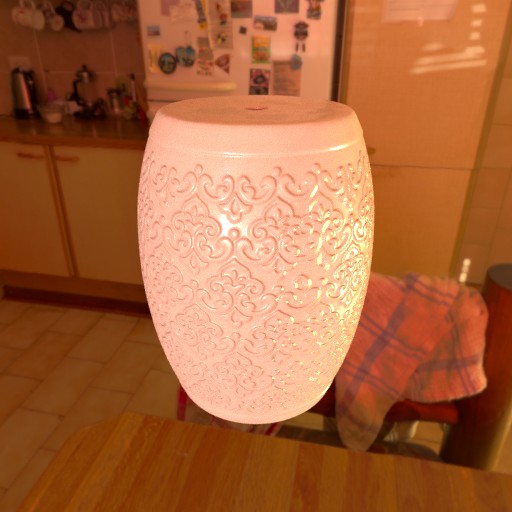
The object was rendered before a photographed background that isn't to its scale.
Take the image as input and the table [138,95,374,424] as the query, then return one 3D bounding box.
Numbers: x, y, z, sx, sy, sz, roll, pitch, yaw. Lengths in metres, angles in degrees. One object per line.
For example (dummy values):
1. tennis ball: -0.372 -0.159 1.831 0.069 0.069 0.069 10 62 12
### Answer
1. table: 0.000 0.000 0.614 0.309 0.397 0.309 0 27 0
